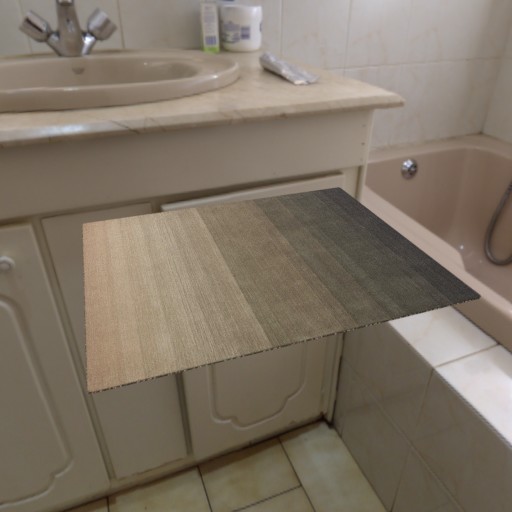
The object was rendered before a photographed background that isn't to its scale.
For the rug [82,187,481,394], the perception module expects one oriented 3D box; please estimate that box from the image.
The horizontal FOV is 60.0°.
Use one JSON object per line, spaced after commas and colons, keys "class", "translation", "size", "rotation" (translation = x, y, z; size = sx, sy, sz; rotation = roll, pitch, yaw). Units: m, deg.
{"class": "rug", "translation": [0.000, 0.000, 3.932], "size": [2.902, 0.017, 2.305], "rotation": [-10, 33, -16]}
